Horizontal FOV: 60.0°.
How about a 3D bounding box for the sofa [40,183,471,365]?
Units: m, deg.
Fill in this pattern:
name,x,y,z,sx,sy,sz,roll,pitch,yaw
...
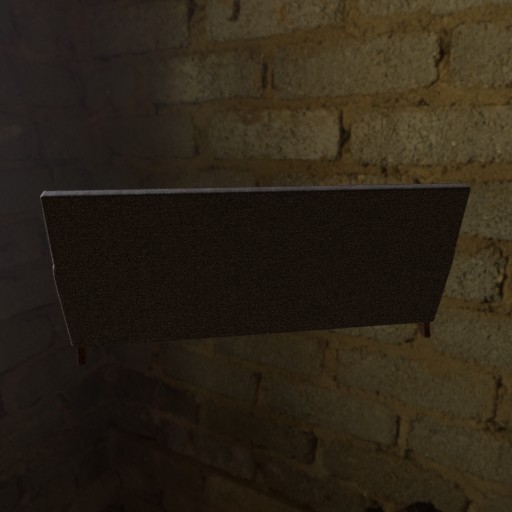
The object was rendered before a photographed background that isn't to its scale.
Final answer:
name,x,y,z,sx,sy,sz,roll,pitch,yaw
sofa,0.000,0.000,2.446,1.976,0.846,0.875,-3,15,-9
